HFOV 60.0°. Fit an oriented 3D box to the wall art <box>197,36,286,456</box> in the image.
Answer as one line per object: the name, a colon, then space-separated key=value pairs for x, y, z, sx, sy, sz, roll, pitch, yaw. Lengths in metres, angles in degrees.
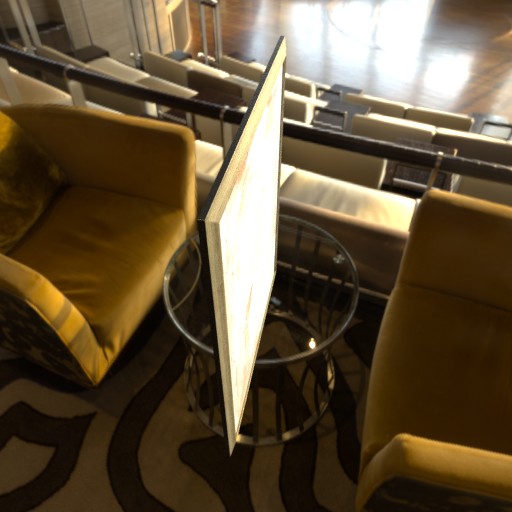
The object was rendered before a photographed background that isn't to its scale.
wall art: x=0.000 y=0.000 z=0.901 sx=0.018 sy=0.660 sz=0.559 roll=8 pitch=46 yaw=8
